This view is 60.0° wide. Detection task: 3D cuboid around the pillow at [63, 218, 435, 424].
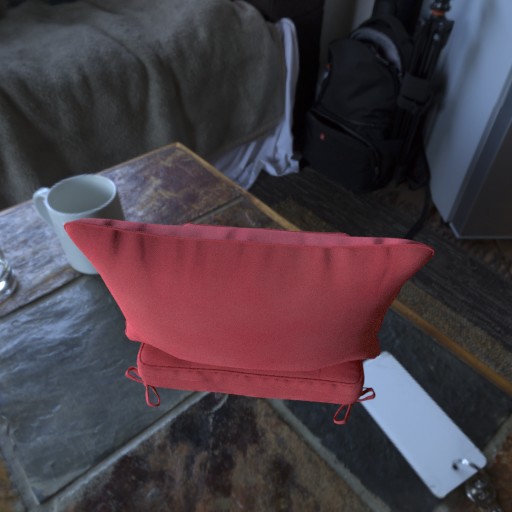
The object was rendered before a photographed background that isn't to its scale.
[{"bbox_3d":[0.000,0.000,1.349,0.798,0.725,0.733,4,46,4],"label":"pillow"}]
